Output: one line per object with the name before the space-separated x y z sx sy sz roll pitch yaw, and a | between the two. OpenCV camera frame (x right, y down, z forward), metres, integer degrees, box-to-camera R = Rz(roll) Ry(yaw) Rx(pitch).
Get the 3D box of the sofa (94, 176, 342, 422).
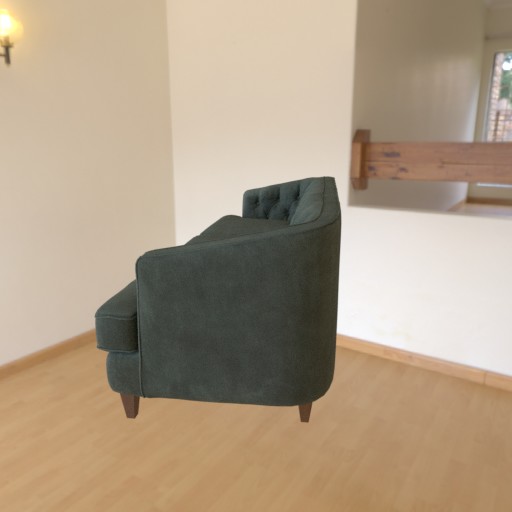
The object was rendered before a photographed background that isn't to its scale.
sofa | 0.000 0.000 2.678 0.941 0.855 2.278 2 15 9
